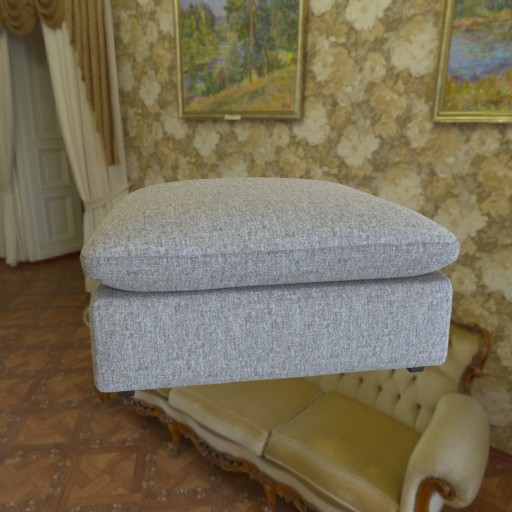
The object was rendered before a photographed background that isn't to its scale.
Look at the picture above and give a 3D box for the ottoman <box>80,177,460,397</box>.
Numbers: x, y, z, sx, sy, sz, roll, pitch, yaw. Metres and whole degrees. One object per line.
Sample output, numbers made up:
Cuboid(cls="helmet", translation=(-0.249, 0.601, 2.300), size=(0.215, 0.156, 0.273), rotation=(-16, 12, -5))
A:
Cuboid(cls="ottoman", translation=(0.000, 0.000, 1.651), size=(1.039, 0.526, 1.035), rotation=(-2, 16, -8))
